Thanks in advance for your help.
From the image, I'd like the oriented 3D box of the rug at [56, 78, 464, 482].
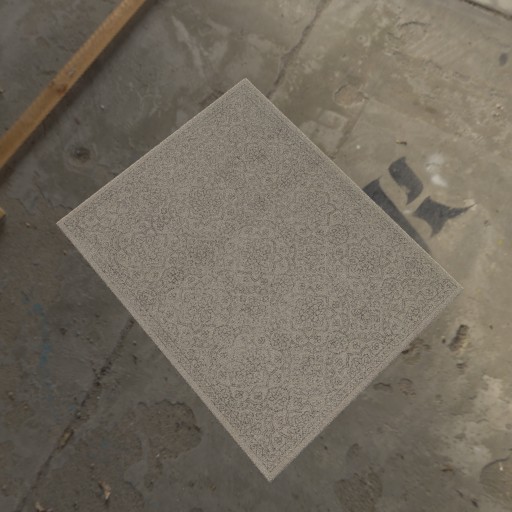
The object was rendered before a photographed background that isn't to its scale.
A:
[{"bbox_3d":[0.000,0.000,4.180,2.441,0.015,3.050,-41,79,-10],"label":"rug"}]
